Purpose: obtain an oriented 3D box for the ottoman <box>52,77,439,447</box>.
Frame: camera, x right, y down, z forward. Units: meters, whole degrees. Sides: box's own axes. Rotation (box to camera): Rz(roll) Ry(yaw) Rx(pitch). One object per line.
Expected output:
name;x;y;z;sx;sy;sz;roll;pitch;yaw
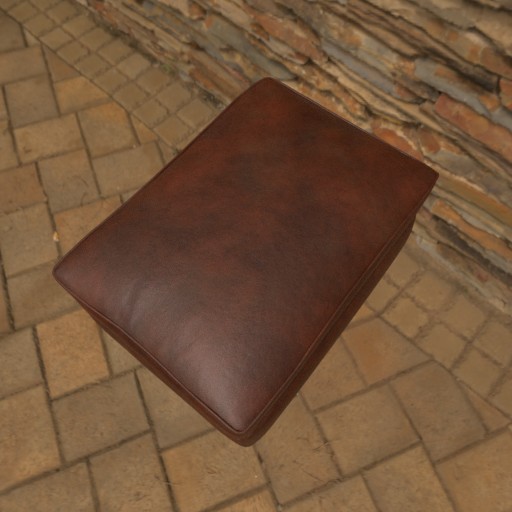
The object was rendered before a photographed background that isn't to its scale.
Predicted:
ottoman;0.000;0.000;1.001;0.501;0.432;0.665;36;69;16
